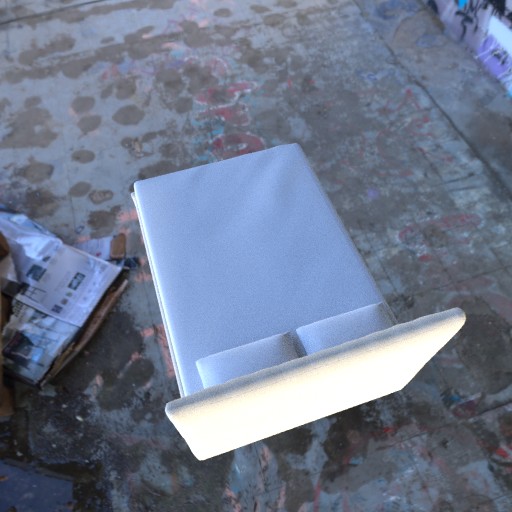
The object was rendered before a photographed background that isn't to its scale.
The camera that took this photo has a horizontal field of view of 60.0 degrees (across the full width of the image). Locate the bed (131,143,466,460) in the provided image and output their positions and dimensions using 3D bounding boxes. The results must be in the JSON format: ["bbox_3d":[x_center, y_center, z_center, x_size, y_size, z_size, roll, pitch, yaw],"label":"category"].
[{"bbox_3d":[0.000,0.000,3.466,1.698,1.427,2.387,-16,60,-10],"label":"bed"}]
